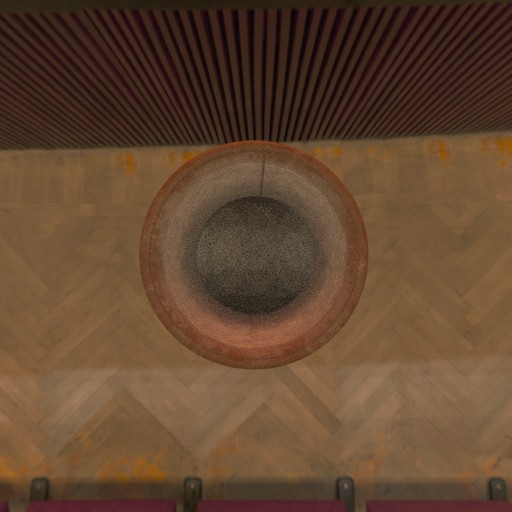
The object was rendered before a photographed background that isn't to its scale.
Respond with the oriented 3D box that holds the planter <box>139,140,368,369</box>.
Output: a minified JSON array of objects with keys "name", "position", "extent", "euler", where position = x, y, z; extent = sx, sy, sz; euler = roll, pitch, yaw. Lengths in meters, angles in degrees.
[{"name":"planter","position":[0.000,0.000,0.518],"extent":[0.215,0.358,0.248],"euler":[0,90,1]}]
